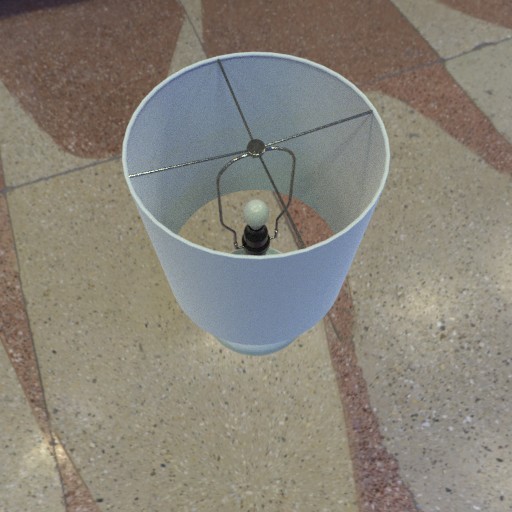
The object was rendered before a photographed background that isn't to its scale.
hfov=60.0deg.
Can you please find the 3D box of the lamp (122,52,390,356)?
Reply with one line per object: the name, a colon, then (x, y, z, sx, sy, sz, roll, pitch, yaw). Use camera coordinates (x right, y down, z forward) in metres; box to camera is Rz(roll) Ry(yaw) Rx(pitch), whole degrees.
lamp: (0.000, 0.000, 0.540, 0.217, 0.404, 0.217, -17, 64, -9)
